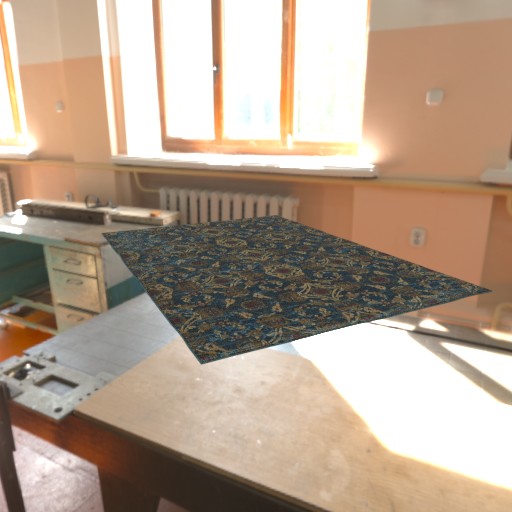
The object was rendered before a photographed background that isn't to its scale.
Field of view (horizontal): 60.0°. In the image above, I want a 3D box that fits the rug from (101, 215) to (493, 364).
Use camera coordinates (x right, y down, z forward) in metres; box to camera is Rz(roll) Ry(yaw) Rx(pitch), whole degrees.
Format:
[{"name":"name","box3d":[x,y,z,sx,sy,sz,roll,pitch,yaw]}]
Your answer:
[{"name":"rug","box3d":[0.000,0.000,4.236,2.337,0.013,3.291,-8,18,-26]}]
